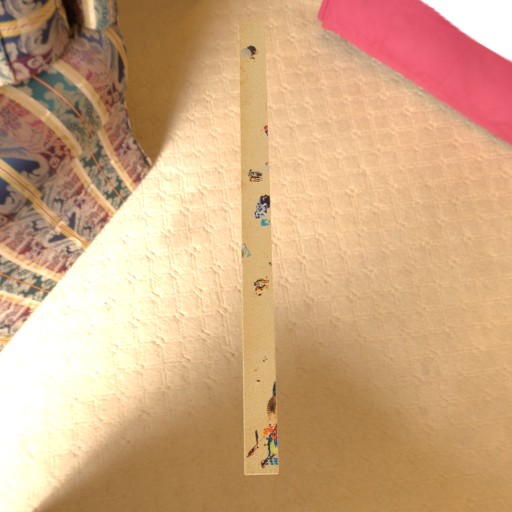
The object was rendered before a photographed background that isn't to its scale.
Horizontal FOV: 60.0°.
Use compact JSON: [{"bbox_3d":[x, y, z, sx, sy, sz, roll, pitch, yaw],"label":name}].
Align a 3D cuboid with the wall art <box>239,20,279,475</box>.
[{"bbox_3d":[0.000,0.000,0.770,0.039,0.406,0.609,-1,76,0],"label":"wall art"}]
